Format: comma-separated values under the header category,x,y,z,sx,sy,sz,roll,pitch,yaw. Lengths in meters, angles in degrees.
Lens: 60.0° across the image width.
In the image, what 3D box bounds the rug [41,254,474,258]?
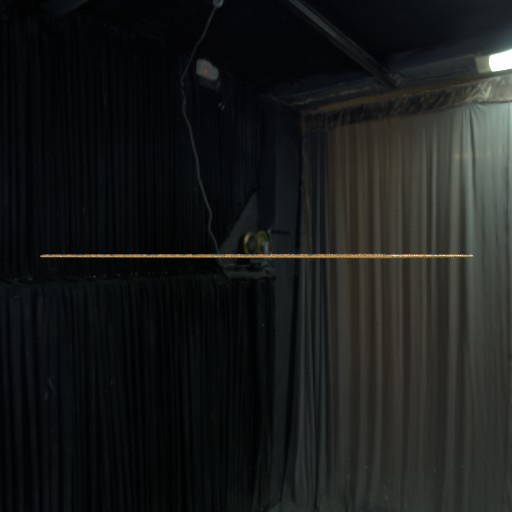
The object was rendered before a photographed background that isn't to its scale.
category,x,y,z,sx,sy,sz,roll,pitch,yaw
rug,0.000,0.000,3.631,2.916,0.019,2.043,0,0,35
